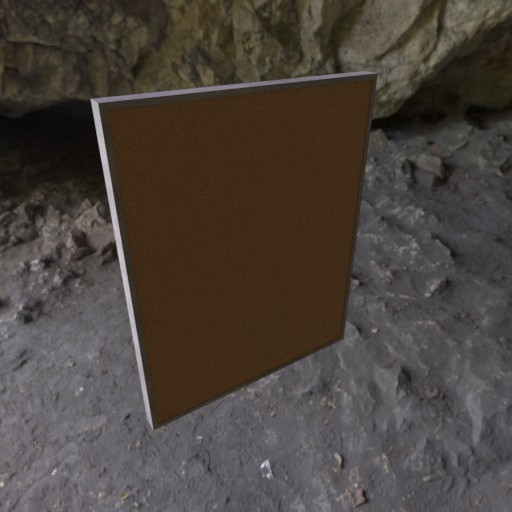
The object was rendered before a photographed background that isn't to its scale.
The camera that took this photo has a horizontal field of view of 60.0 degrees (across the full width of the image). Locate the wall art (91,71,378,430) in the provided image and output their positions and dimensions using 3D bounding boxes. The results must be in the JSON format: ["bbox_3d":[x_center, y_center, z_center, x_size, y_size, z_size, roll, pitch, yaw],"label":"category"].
[{"bbox_3d":[0.000,0.000,0.713,0.421,0.521,0.032,-18,34,-28],"label":"wall art"}]
